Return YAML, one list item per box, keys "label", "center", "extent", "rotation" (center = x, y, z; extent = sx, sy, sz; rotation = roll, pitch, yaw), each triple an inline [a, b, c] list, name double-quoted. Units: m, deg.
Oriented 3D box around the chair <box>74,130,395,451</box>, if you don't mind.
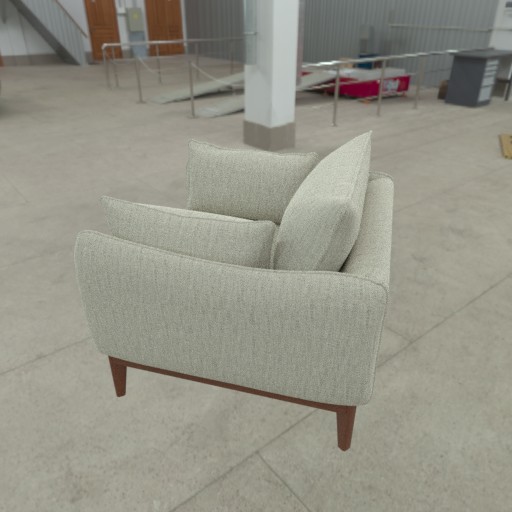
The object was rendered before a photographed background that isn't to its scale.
- label: "chair"
  center: [0.000, 0.000, 1.746]
  extent: [0.991, 0.855, 0.994]
  rotation: [8, 30, 14]
